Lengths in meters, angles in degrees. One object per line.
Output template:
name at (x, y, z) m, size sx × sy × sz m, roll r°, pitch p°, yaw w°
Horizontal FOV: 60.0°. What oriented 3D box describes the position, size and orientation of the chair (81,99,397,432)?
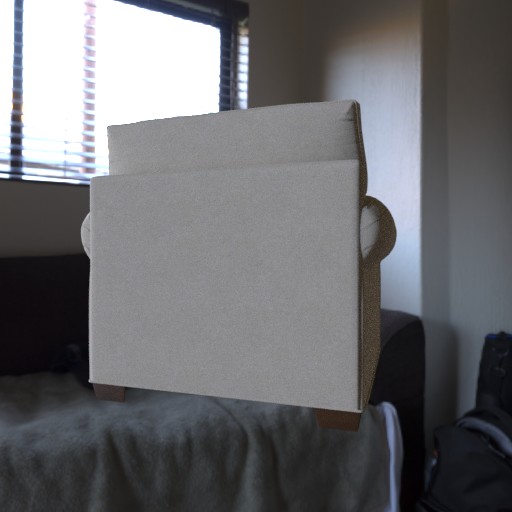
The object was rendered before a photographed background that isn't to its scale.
chair at (0.000, 0.000, 1.727) m, size 1.040 × 0.955 × 0.863 m, roll 0°, pitch 1°, yaw 18°
